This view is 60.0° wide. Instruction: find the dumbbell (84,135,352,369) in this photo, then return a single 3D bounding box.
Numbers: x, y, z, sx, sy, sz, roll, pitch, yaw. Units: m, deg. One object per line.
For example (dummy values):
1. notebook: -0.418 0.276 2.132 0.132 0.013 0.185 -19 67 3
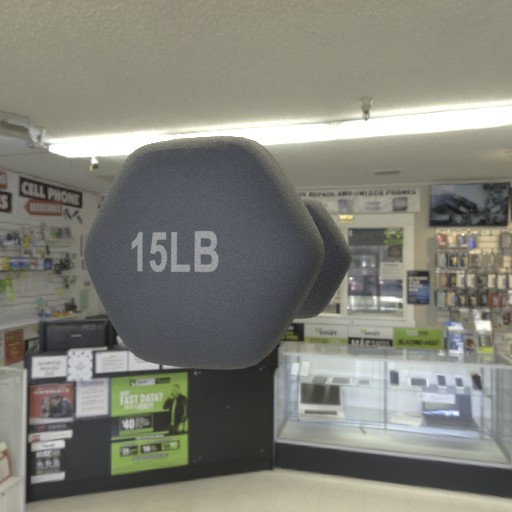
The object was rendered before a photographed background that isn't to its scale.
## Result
1. dumbbell: 0.000 0.000 0.299 0.116 0.105 0.240 0 -1 17
